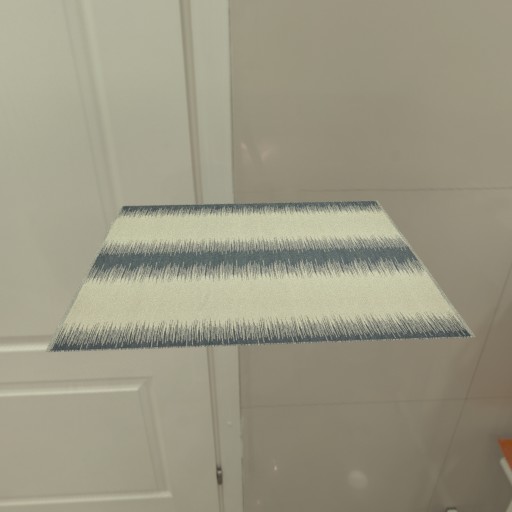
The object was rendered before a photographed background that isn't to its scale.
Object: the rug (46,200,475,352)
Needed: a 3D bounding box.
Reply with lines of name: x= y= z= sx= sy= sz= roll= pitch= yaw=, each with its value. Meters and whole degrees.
rug: x=0.000 y=0.000 z=4.157 sx=3.037 sy=0.004 sz=2.453 roll=-1 pitch=30 yaw=-3
